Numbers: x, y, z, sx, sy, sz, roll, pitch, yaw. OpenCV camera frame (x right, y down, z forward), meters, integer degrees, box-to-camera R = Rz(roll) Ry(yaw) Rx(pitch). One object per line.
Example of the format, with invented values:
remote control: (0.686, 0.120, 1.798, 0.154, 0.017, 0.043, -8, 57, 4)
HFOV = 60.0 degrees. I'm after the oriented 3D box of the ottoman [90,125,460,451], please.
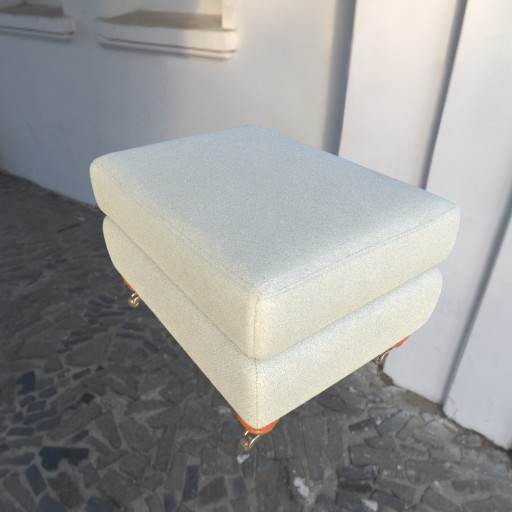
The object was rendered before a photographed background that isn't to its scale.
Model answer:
ottoman: (0.000, 0.000, 1.155, 0.569, 0.499, 0.773, -22, 38, -30)
